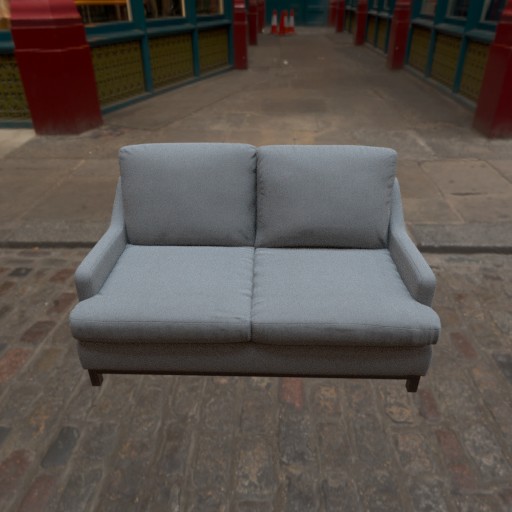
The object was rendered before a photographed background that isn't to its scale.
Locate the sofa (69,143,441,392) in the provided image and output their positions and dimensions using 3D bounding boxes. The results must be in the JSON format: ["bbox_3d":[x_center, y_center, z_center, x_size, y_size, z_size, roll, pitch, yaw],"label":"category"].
[{"bbox_3d":[0.000,0.000,2.221,1.589,0.921,0.987,1,31,1],"label":"sofa"}]
